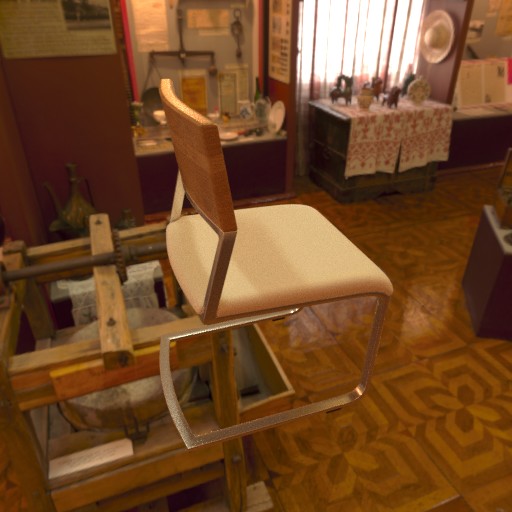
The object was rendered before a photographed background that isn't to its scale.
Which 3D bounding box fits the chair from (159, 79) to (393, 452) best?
[{"bbox_3d":[0.000,0.000,1.193,0.585,0.844,0.467,-10,32,-16],"label":"chair"}]
